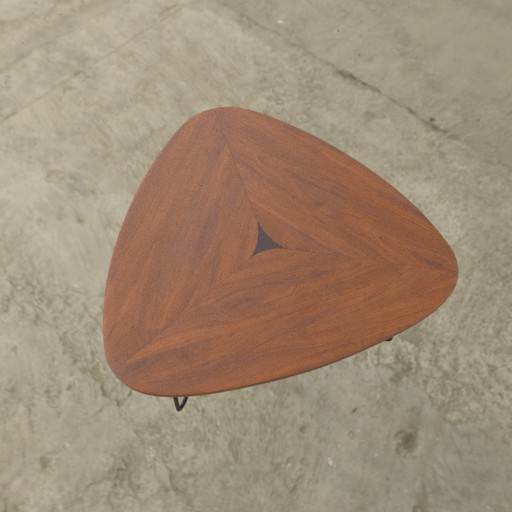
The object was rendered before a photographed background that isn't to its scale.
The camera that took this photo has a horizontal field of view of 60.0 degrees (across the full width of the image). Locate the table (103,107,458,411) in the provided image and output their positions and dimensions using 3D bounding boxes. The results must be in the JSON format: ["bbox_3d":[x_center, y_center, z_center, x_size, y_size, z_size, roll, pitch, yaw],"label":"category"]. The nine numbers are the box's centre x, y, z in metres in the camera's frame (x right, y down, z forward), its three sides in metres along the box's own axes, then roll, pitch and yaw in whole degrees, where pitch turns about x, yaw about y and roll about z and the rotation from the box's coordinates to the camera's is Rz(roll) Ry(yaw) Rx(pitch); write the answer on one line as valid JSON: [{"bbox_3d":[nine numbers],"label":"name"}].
[{"bbox_3d":[0.000,0.000,1.298,0.833,0.413,0.821,-16,61,-9],"label":"table"}]
